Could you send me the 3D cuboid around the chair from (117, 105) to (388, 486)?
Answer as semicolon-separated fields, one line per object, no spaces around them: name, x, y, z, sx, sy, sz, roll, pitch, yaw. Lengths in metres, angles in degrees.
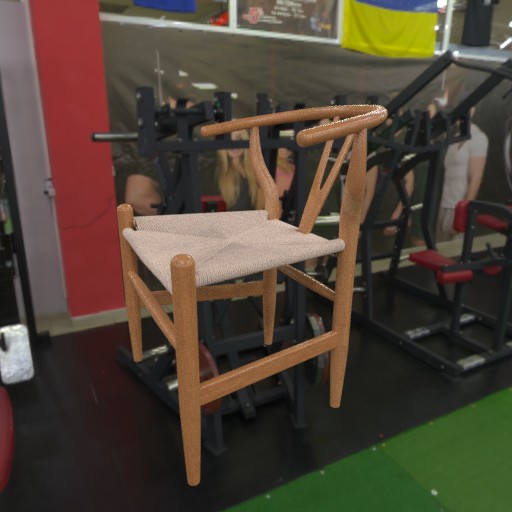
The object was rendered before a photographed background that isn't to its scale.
chair;0.000;0.000;1.122;0.579;0.730;0.569;-8;19;-25
